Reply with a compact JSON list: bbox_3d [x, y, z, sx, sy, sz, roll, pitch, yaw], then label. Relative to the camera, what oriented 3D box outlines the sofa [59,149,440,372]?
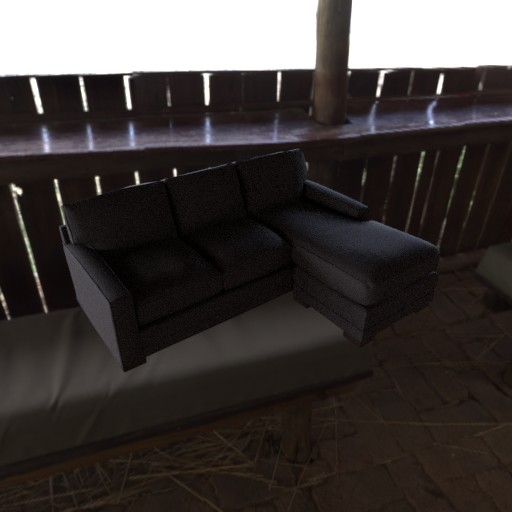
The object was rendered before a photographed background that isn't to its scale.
[{"bbox_3d":[0.000,0.000,3.419,2.370,0.973,1.790,-21,37,-31],"label":"sofa"}]
